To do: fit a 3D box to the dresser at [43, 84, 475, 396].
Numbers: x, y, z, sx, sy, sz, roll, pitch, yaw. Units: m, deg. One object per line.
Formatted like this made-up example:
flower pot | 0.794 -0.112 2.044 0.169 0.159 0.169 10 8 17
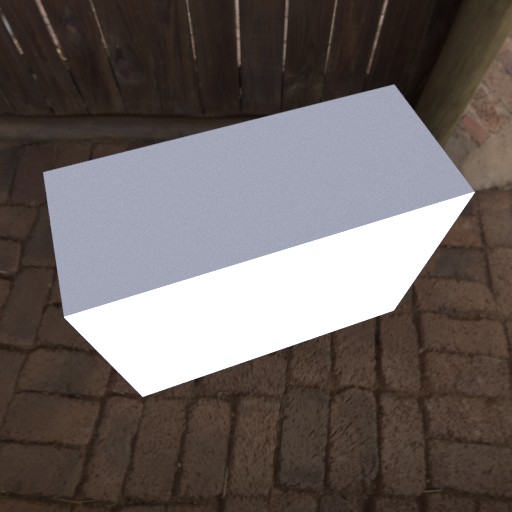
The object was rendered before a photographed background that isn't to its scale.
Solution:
dresser | 0.000 0.000 1.577 1.100 0.820 0.460 -17 62 -9
